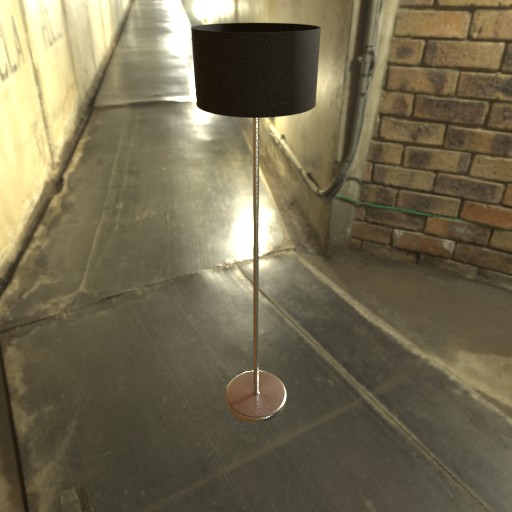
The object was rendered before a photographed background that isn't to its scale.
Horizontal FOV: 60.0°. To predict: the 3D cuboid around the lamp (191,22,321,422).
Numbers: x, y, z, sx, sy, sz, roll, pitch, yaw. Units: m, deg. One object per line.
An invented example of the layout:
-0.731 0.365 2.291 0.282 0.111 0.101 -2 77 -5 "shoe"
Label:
0.000 0.000 1.568 0.348 1.443 0.348 11 33 18 "lamp"
